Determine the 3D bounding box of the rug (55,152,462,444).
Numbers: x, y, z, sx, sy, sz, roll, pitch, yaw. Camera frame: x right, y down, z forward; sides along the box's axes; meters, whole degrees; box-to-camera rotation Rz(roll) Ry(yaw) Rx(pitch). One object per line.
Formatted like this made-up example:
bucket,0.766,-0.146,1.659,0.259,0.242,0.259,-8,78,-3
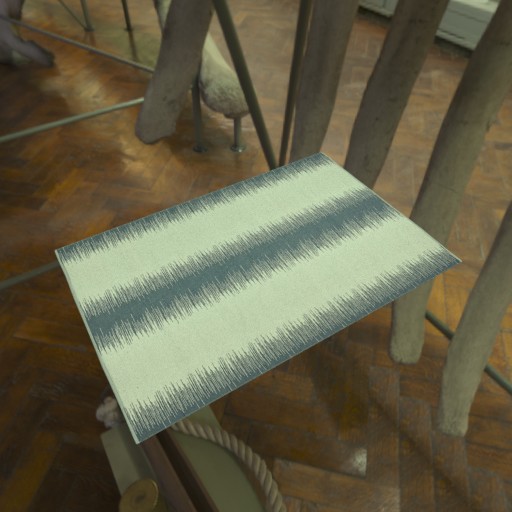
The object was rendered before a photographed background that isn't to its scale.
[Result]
rug,0.000,0.000,2.406,1.854,0.006,1.234,-24,51,-21
